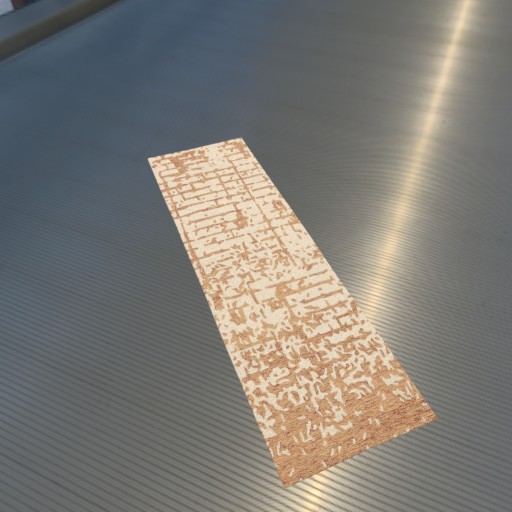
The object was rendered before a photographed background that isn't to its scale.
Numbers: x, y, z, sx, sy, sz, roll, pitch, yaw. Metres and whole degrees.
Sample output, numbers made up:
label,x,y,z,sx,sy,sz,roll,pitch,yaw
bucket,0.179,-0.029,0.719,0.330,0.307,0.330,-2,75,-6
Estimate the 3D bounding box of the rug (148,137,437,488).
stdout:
label,x,y,z,sx,sy,sz,roll,pitch,yaw
rug,0.000,0.000,2.638,0.750,0.011,2.435,-17,50,-15
